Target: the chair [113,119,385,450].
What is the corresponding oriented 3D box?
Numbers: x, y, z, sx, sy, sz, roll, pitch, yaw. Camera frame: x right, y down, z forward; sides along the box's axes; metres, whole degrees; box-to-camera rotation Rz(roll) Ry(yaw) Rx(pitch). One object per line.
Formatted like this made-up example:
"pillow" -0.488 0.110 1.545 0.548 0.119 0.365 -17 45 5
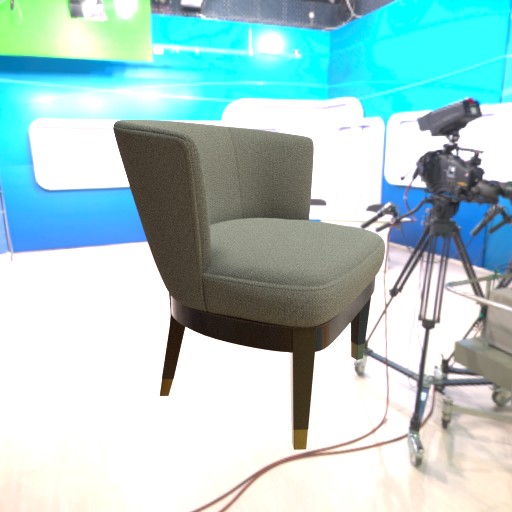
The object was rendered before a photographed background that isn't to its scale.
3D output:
"chair" 0.000 0.000 1.277 0.660 0.760 0.700 8 16 27
